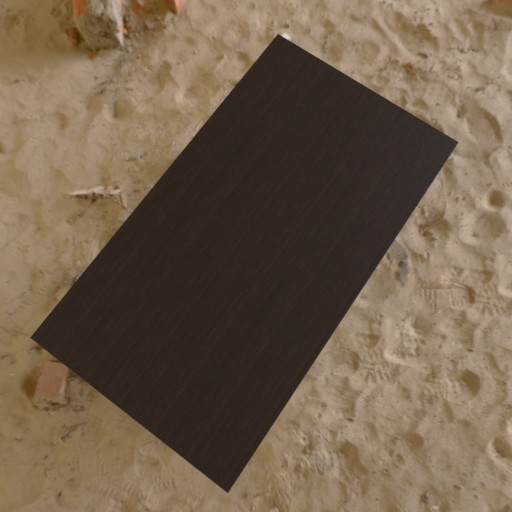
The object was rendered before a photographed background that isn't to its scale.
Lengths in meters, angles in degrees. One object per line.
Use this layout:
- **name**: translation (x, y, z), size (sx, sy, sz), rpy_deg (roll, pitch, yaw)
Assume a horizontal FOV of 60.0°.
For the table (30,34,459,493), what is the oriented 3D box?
- **table**: translation (0.000, 0.000, 1.350), size (0.590, 0.460, 1.050), rpy_deg (35, 79, 8)
